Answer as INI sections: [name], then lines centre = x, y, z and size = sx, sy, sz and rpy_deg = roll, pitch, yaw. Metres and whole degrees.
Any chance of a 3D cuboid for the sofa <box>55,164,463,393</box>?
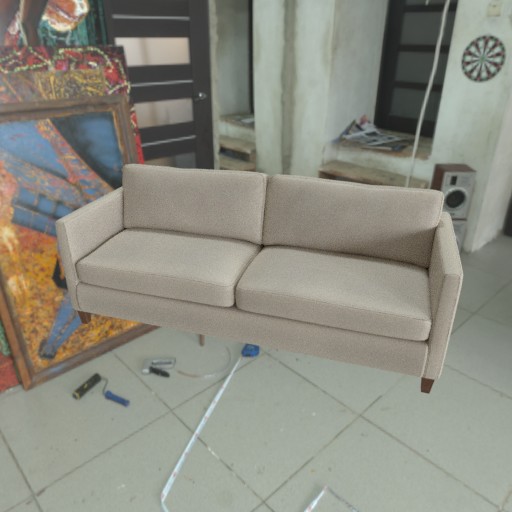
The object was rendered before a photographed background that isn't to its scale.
[sofa]
centre = 0.000, 0.000, 2.911
size = 2.361, 0.968, 0.951
rpy_deg = 8, 27, 16
